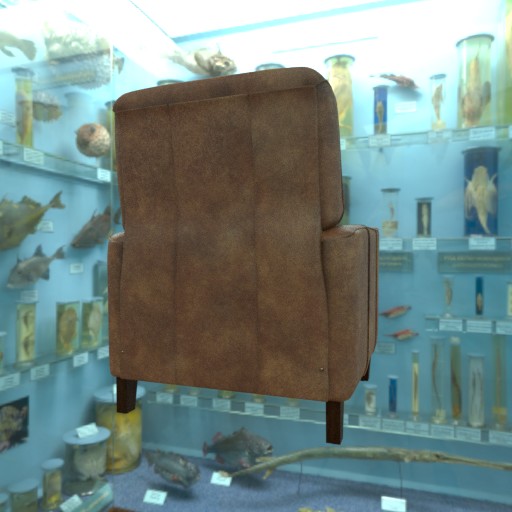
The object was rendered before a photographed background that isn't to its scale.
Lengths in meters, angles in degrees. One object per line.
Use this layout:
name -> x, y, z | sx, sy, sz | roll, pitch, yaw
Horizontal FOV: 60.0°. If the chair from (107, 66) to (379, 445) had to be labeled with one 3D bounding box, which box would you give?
chair -> 0.000, 0.000, 1.652 | 0.843, 1.043, 0.836 | 0, 0, 20
